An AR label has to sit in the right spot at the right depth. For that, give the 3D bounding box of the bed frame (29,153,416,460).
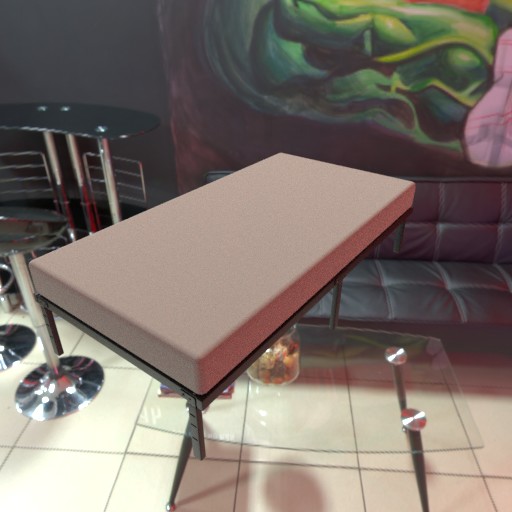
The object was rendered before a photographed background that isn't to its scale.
[{"bbox_3d":[0.000,0.000,3.267,1.393,0.680,2.635,21,36,31],"label":"bed frame"}]
